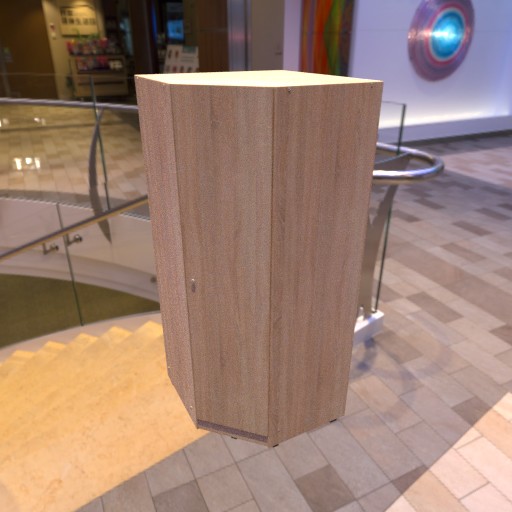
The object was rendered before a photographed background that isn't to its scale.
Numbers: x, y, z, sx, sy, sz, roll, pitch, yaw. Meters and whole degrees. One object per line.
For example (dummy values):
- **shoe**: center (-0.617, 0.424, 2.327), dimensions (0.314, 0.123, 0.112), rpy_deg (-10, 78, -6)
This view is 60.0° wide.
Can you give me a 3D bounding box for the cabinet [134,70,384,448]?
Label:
- **cabinet**: center (0.000, 0.000, 2.815), dimensions (1.327, 2.120, 1.094), rpy_deg (8, 27, 16)
